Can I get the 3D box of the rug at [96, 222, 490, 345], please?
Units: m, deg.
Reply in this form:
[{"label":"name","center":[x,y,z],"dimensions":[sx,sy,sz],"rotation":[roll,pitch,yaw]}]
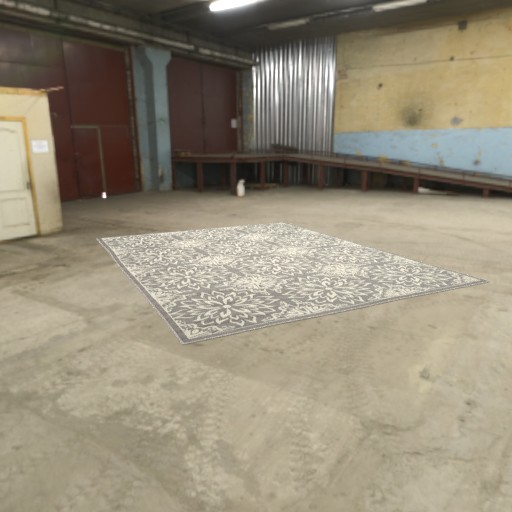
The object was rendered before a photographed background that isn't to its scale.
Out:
[{"label":"rug","center":[0.000,0.000,4.036],"dimensions":[2.363,0.012,2.980],"rotation":[-7,15,-26]}]
